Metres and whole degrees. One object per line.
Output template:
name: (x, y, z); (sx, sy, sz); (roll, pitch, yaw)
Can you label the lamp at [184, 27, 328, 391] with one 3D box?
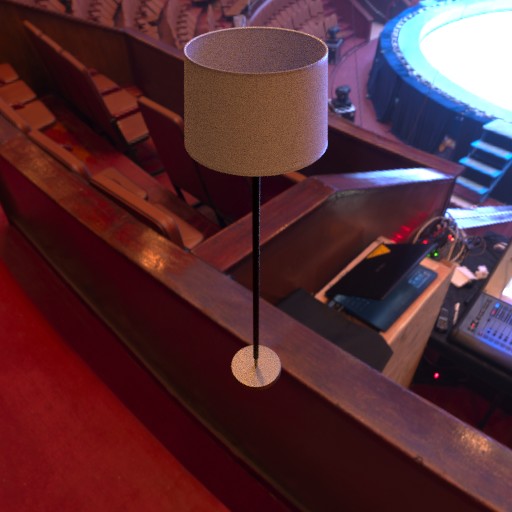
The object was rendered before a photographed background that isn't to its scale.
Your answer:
lamp: (0.000, 0.000, 1.625); (0.420, 1.447, 0.420); (0, 42, 0)
